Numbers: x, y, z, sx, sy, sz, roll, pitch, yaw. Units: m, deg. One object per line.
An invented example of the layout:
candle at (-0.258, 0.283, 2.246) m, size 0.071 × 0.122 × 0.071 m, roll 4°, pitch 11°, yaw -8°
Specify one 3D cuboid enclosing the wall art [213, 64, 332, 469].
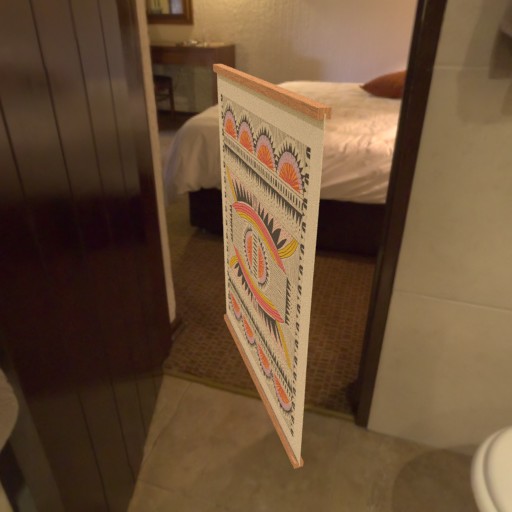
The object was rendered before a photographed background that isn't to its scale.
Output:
wall art at (0.000, 0.000, 1.362) m, size 0.028 × 1.016 × 0.765 m, roll -10°, pitch 31°, yaw -17°
